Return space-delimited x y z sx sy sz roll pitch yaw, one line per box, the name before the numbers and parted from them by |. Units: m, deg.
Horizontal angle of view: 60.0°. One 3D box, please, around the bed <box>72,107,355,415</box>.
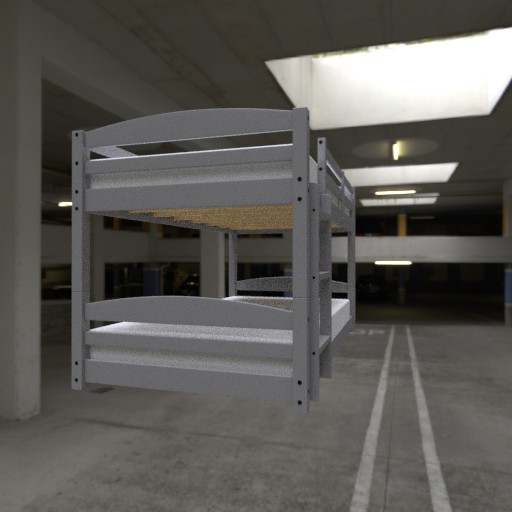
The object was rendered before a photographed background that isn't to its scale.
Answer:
bed | 0.000 0.000 2.786 1.105 1.206 2.013 0 0 18
